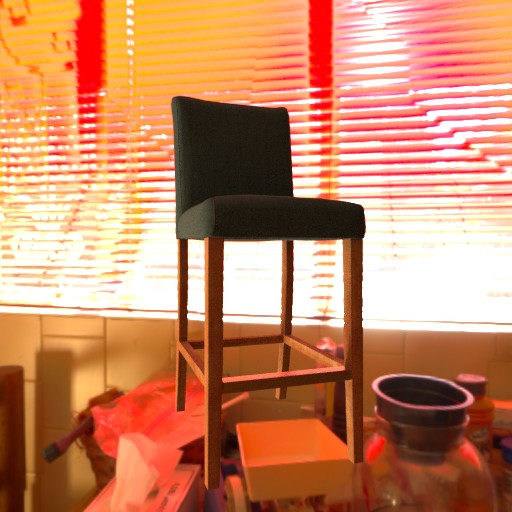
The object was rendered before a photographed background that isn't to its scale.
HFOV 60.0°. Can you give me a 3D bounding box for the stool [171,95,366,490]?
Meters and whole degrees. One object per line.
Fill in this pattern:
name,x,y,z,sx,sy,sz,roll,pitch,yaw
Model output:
stool,0.000,0.000,1.356,0.454,1.088,0.574,0,1,-19
